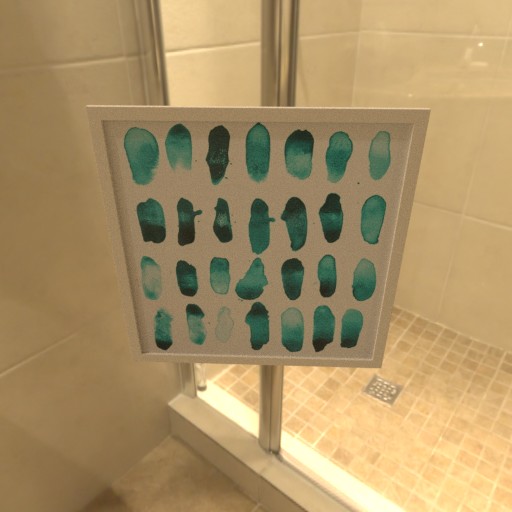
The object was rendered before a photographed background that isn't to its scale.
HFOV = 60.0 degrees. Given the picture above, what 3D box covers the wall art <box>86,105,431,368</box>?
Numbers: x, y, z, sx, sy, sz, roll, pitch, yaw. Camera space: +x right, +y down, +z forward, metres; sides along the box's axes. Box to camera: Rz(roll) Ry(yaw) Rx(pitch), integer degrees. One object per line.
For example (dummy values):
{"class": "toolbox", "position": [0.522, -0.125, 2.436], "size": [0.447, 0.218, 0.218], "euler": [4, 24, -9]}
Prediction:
{"class": "wall art", "position": [0.000, 0.000, 0.703], "size": [0.456, 0.457, 0.009], "euler": [1, 30, 2]}
